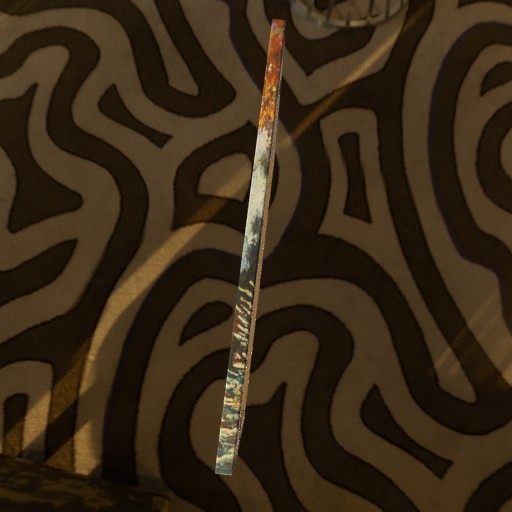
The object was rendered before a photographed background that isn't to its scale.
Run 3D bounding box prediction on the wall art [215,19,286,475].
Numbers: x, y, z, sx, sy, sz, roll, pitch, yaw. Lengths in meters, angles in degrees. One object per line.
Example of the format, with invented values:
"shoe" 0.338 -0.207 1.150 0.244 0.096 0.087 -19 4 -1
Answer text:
"wall art" 0.000 0.000 1.431 0.042 0.760 1.136 6 76 2
